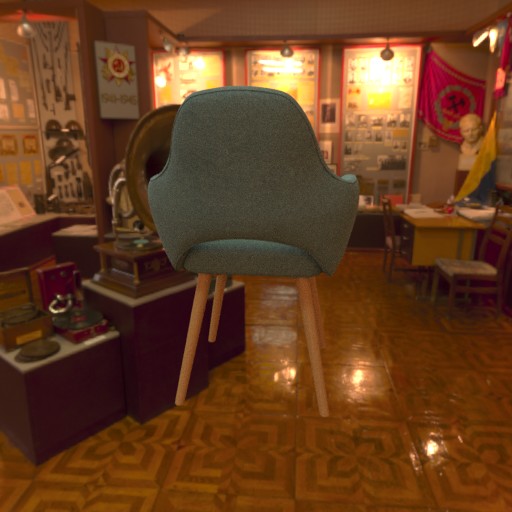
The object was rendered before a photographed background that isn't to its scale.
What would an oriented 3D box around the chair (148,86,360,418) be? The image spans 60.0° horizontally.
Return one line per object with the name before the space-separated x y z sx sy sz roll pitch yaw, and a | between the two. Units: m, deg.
chair | 0.000 0.000 1.364 0.589 0.920 0.666 2 15 7
